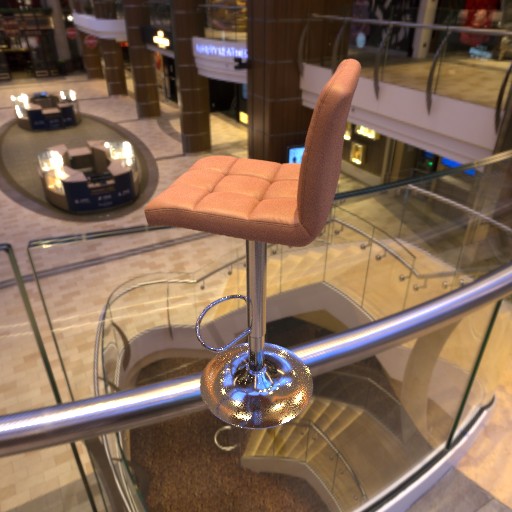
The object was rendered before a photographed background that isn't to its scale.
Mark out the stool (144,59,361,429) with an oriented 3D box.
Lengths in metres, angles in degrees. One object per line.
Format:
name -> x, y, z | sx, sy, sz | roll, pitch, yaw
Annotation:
stool -> 0.000, 0.000, 1.388 | 0.505, 1.115, 0.430 | 8, 32, 13
